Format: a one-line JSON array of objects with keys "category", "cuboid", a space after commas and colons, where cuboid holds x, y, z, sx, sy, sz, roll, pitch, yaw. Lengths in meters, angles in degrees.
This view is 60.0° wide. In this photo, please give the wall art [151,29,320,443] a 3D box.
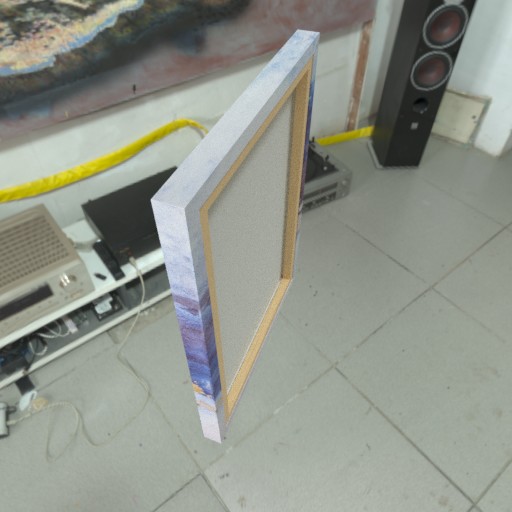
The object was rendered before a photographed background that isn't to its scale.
[{"category": "wall art", "cuboid": [0.000, 0.000, 0.756, 0.036, 0.581, 0.437, 16, 49, 15]}]
